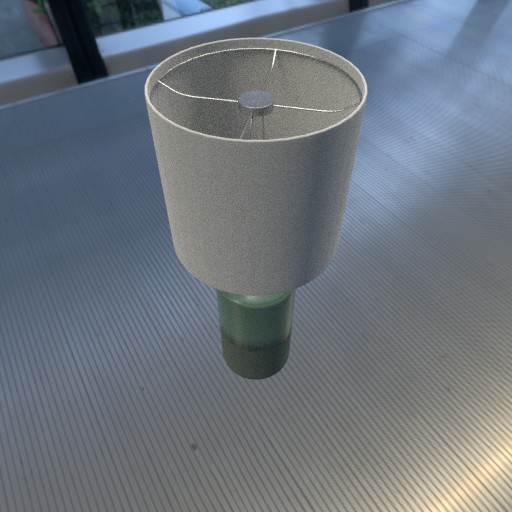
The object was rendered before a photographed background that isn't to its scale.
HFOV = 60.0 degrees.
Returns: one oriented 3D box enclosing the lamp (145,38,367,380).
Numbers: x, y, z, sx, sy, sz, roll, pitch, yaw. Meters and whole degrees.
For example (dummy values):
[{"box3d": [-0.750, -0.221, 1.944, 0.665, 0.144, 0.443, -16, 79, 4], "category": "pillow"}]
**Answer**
[{"box3d": [0.000, 0.000, 0.606, 0.212, 0.493, 0.212, 9, 48, 9], "category": "lamp"}]
